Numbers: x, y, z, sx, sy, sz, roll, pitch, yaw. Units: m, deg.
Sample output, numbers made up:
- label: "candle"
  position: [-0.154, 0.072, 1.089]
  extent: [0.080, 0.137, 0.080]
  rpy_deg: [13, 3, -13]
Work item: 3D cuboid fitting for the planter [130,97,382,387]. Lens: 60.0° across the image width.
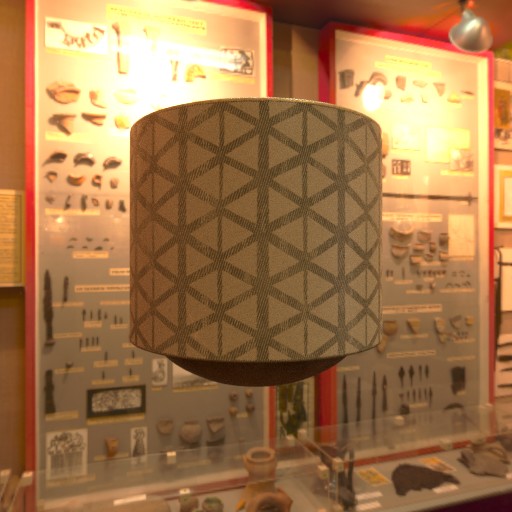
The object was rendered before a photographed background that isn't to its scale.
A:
- label: "planter"
  position: [0.000, 0.000, 0.347]
  extent: [0.190, 0.181, 0.190]
  rpy_deg: [0, 0, 0]
